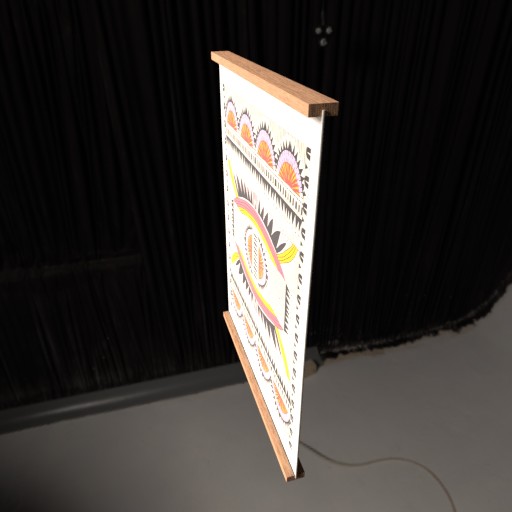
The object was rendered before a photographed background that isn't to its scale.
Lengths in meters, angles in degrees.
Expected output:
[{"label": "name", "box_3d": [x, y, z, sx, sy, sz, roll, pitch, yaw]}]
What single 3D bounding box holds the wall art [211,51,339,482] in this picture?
[{"label": "wall art", "box_3d": [0.000, 0.000, 0.673, 0.028, 0.527, 0.403, -9, 32, -14]}]
